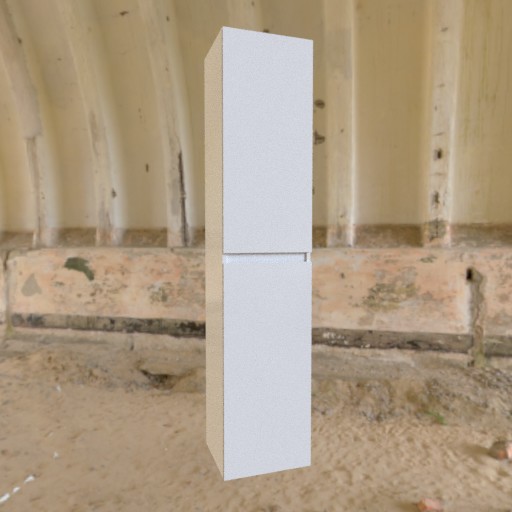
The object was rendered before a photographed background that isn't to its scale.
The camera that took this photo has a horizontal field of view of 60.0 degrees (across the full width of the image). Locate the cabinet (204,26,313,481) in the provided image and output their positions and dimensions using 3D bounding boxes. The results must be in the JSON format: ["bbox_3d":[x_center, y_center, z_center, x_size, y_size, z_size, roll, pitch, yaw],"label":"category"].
[{"bbox_3d":[0.000,0.000,1.538,0.300,1.400,0.270,-1,3,-18],"label":"cabinet"}]
